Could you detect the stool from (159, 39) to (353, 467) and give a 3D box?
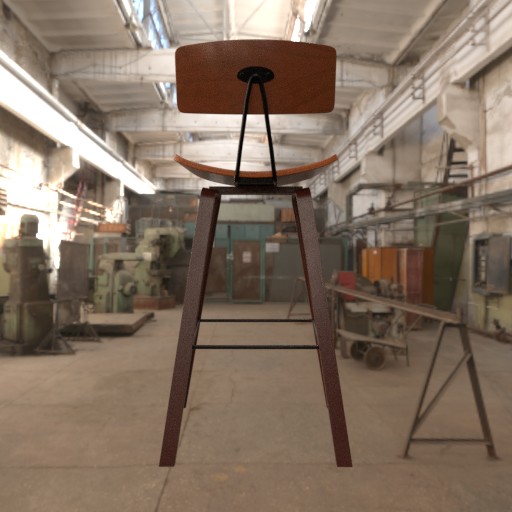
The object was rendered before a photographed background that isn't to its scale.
[{"bbox_3d":[0.000,0.000,1.209,0.509,0.969,0.440,0,0,0],"label":"stool"}]
